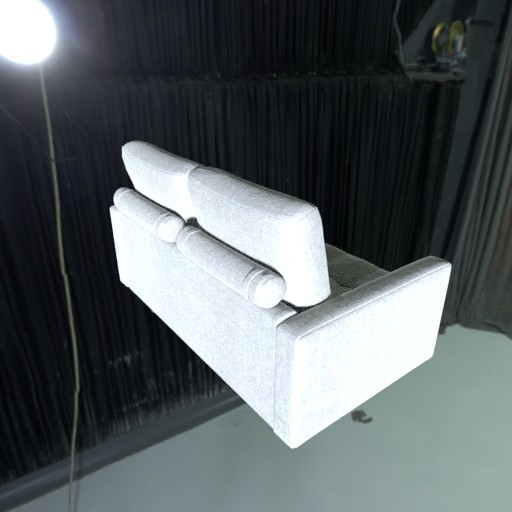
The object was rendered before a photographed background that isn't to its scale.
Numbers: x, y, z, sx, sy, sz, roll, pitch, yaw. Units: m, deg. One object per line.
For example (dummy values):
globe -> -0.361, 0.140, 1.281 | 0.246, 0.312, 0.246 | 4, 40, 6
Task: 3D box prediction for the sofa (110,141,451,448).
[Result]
sofa -> 0.000, 0.000, 1.977 | 0.842, 0.907, 1.407 | -18, 31, -33
